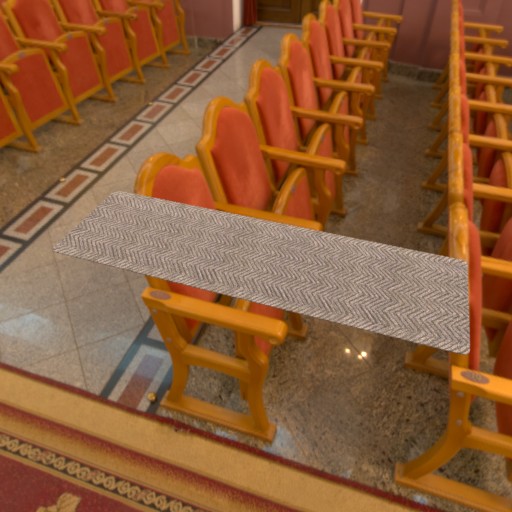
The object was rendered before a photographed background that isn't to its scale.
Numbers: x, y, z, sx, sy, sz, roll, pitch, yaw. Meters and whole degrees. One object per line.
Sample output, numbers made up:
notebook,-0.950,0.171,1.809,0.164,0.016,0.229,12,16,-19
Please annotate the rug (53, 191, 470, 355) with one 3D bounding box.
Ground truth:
rug,0.000,0.000,2.537,2.286,0.008,0.686,13,42,14
